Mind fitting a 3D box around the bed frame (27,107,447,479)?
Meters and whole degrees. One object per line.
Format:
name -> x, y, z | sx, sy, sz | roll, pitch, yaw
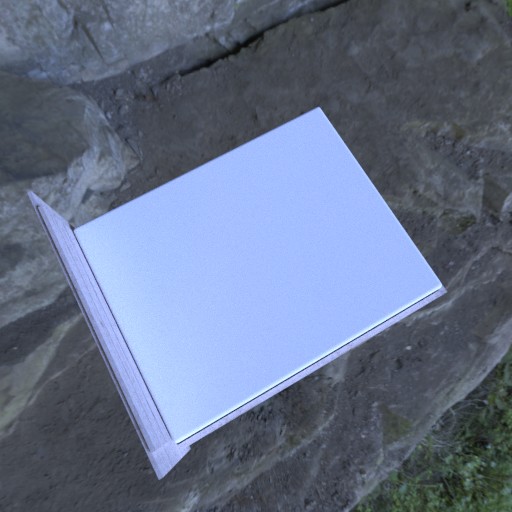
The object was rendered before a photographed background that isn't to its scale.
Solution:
bed frame -> 0.000, 0.000, 2.970 | 2.080, 0.970, 1.750 | -28, 76, -8
